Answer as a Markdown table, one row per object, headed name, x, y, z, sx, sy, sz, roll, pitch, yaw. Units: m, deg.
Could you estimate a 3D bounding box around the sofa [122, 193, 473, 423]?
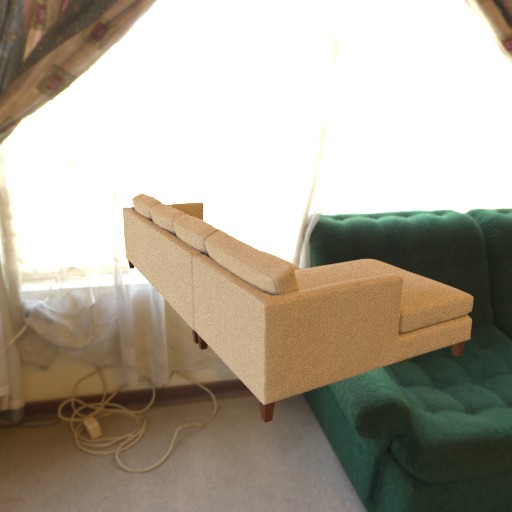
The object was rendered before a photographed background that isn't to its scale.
| name | x | y | z | sx | sy | sz | roll | pitch | yaw |
| --- | --- | --- | --- | --- | --- | --- | --- | --- | --- |
| sofa | 0.000 | 0.000 | 3.908 | 1.625 | 0.846 | 3.186 | -8 | 18 | -27 |
